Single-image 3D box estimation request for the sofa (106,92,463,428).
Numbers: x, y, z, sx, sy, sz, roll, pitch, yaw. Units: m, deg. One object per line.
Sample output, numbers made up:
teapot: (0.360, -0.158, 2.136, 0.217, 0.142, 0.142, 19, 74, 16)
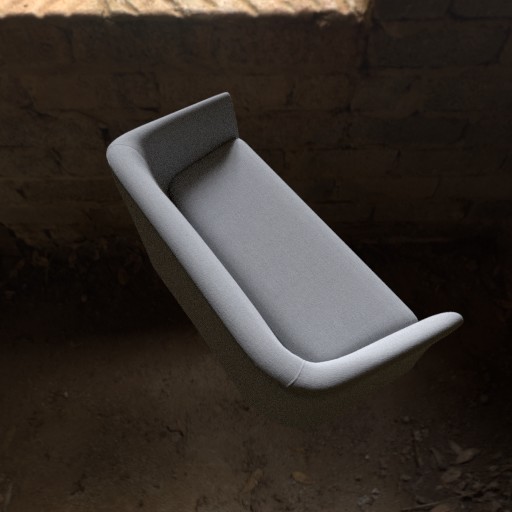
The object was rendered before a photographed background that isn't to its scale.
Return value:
sofa: (0.000, 0.000, 1.871, 0.705, 0.721, 1.452, -31, 63, -18)
